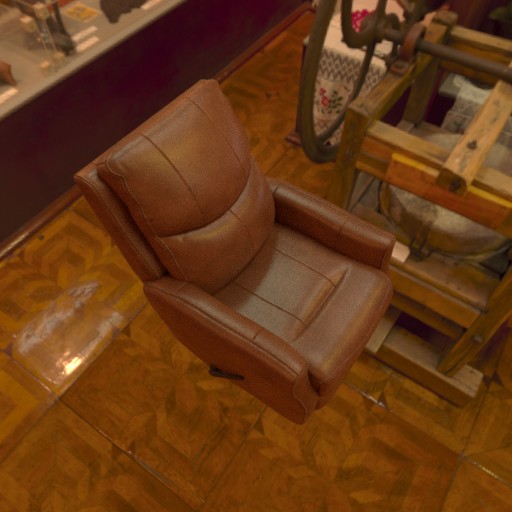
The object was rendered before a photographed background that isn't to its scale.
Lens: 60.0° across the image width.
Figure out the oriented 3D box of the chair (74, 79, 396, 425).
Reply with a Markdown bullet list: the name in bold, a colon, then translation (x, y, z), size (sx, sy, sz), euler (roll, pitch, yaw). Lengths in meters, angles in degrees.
- **chair**: translation (0.000, 0.000, 1.798), size (1.072, 1.016, 0.821), euler (31, 62, 19)
